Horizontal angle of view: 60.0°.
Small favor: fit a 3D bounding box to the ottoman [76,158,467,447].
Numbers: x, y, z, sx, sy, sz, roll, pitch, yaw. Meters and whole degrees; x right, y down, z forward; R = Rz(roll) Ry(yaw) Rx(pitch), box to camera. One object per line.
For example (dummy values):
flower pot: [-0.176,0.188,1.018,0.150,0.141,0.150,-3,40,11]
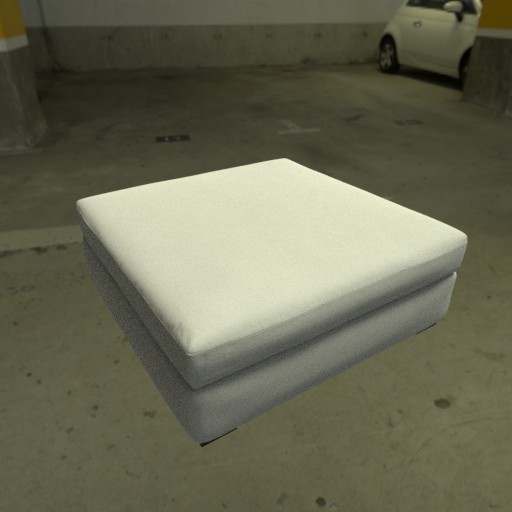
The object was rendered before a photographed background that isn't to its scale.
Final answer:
ottoman: [0.000,0.000,1.838,1.167,0.482,1.163,-18,34,-28]
